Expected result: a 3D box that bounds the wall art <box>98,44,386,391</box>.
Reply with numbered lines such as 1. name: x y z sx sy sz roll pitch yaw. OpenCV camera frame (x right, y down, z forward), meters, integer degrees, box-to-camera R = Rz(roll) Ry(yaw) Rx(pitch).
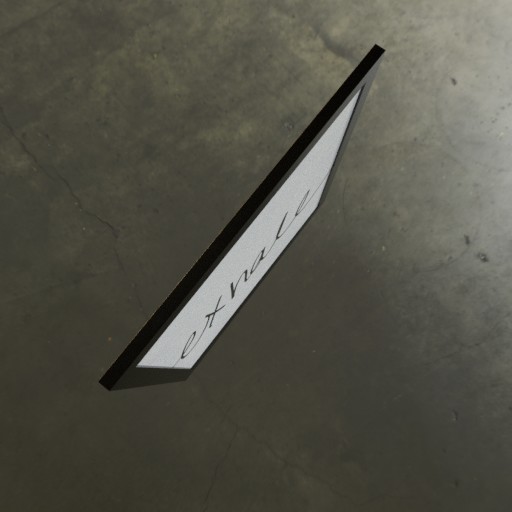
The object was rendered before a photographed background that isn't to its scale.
1. wall art: 0.000 0.000 0.652 0.014 0.445 0.446 36 78 9
